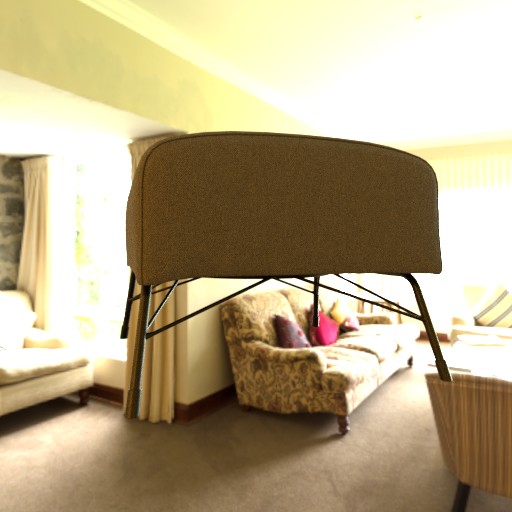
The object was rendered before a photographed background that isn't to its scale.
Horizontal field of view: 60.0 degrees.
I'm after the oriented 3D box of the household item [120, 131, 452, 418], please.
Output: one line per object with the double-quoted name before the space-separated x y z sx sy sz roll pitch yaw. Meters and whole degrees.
"household item" 0.000 0.000 0.908 0.530 0.410 0.530 -1 2 -18
